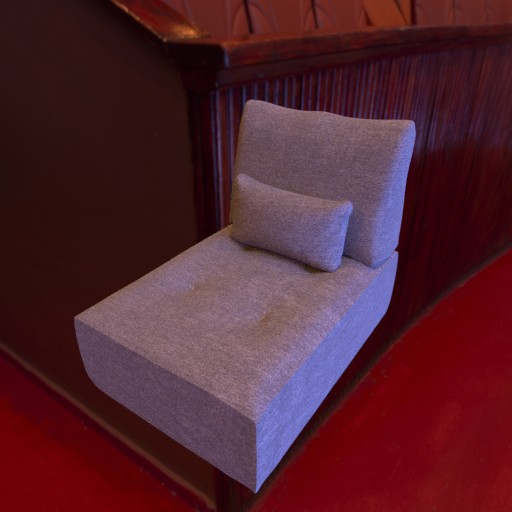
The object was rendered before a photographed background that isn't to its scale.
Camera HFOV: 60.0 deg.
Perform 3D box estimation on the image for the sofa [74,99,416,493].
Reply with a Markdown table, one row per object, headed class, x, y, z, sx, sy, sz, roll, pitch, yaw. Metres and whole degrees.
| class | x | y | z | sx | sy | sz | roll | pitch | yaw |
| --- | --- | --- | --- | --- | --- | --- | --- | --- | --- |
| sofa | 0.000 | 0.000 | 1.505 | 0.700 | 0.820 | 1.000 | 19 | 35 | 29 |
